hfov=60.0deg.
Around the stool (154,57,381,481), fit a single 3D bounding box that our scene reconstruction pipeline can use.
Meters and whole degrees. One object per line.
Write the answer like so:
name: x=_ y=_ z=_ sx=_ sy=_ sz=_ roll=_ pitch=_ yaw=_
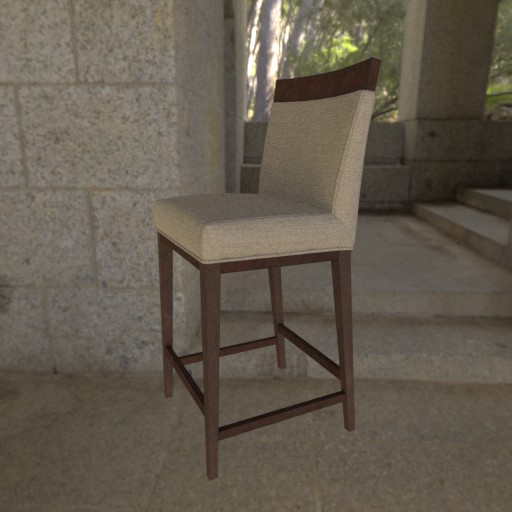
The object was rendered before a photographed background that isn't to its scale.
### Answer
stool: x=0.000 y=0.000 z=1.399 sx=0.531 sy=1.117 sz=0.511 roll=-7 pitch=17 yaw=-25
